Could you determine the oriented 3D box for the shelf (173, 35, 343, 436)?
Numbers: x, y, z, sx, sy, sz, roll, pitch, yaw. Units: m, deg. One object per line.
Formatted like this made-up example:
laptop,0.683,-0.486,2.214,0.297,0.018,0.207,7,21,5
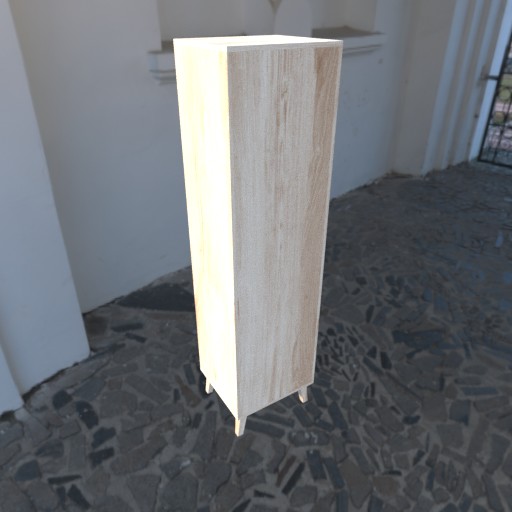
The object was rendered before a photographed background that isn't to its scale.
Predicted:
shelf,0.000,0.000,2.231,0.510,1.960,0.450,-17,34,-28
